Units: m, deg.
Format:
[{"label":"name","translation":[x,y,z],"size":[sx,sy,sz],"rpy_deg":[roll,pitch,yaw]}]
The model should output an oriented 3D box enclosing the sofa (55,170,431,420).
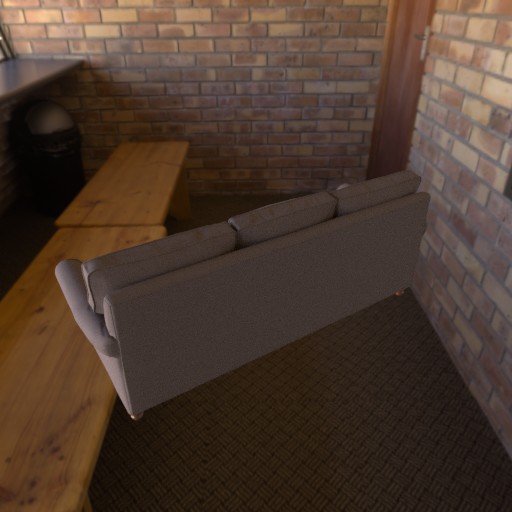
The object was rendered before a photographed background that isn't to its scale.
[{"label":"sofa","translation":[0.000,0.000,2.913],"size":[2.353,0.948,0.966],"rpy_deg":[-19,35,-28]}]
